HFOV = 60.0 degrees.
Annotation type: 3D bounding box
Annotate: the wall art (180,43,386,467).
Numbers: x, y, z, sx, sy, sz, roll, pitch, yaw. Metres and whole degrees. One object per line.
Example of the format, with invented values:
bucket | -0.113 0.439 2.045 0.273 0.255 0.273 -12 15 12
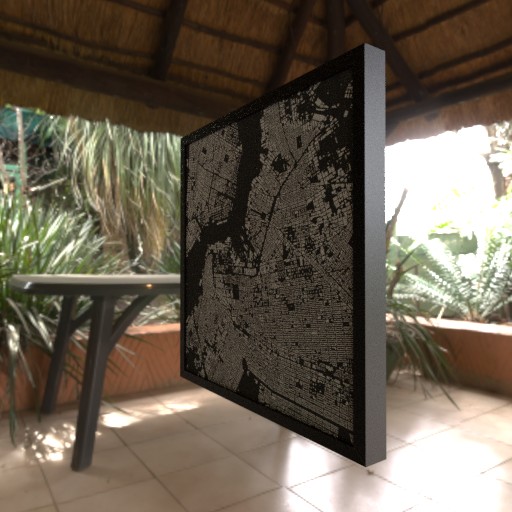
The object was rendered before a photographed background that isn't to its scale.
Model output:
wall art | 0.000 0.000 0.746 0.038 0.506 0.506 0 -1 -35
